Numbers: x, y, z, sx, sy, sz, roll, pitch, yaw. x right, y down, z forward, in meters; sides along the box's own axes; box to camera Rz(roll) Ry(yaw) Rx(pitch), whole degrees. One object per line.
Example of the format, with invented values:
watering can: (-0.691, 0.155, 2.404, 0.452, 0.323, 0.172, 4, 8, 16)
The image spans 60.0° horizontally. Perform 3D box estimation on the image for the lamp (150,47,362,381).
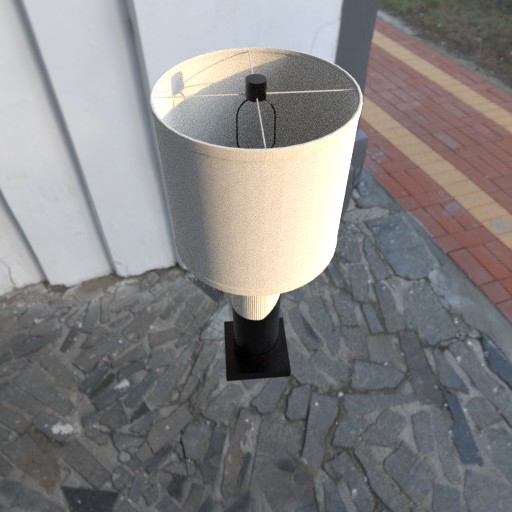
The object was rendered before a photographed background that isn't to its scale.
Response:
lamp: (0.000, 0.000, 0.619, 0.211, 0.509, 0.211, -4, 47, -3)
